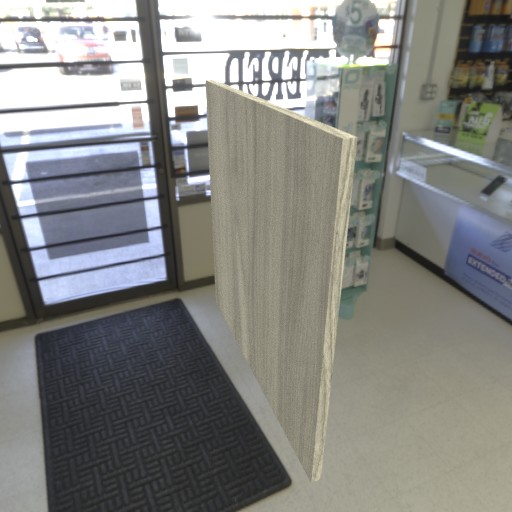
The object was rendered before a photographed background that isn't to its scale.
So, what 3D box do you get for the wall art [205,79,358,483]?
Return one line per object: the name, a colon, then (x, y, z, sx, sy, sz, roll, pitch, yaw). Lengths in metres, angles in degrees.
wall art: (0.000, 0.000, 0.750, 0.016, 0.507, 0.508, -10, 30, -18)
